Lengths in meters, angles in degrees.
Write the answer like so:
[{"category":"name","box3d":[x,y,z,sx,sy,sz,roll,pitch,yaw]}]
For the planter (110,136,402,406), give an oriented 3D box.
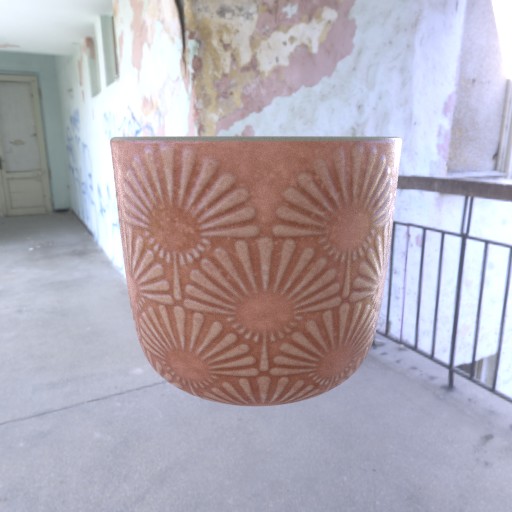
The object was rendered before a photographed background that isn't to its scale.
[{"category":"planter","box3d":[0.000,0.000,0.211,0.124,0.109,0.124,0,15,0]}]
